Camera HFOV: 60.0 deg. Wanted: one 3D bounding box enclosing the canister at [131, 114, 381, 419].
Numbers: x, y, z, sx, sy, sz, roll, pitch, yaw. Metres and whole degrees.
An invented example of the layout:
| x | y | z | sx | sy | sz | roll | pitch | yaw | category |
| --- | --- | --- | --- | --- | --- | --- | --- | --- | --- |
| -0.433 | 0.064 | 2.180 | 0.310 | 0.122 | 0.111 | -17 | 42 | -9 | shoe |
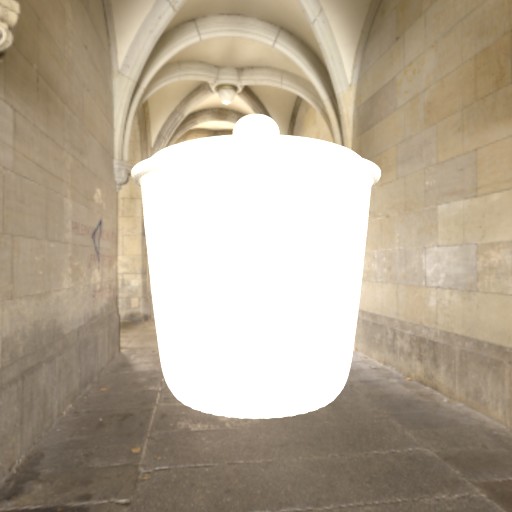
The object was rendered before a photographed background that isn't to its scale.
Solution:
| x | y | z | sx | sy | sz | roll | pitch | yaw | category |
| --- | --- | --- | --- | --- | --- | --- | --- | --- | --- |
| 0.000 | 0.000 | 0.332 | 0.181 | 0.211 | 0.181 | 0 | -1 | 0 | canister |
